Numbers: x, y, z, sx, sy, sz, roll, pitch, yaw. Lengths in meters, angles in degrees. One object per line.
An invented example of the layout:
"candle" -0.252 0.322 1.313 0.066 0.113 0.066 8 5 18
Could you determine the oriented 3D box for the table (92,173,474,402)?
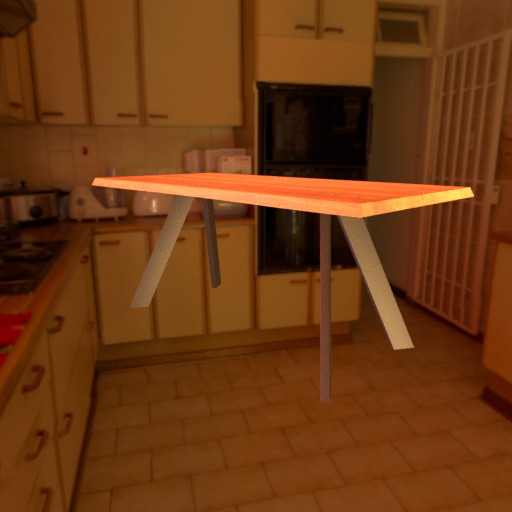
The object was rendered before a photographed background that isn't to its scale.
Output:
"table" 0.000 0.000 2.330 0.900 0.770 1.800 -13 18 -43
